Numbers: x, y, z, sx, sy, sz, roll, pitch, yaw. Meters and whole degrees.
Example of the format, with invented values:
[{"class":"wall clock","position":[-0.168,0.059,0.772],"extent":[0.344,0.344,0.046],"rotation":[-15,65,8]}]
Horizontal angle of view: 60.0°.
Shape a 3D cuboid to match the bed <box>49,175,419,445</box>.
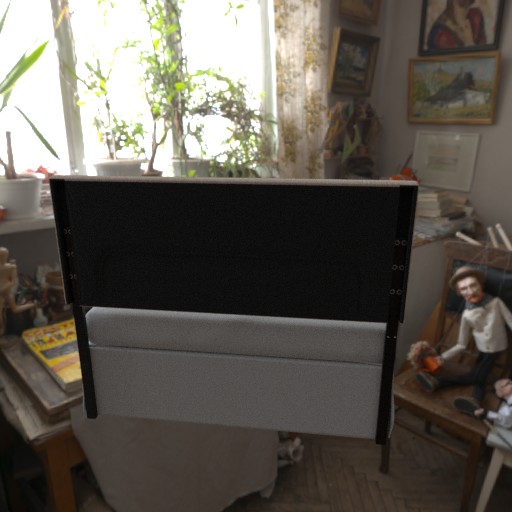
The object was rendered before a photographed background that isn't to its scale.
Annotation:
[{"class":"bed","position":[0.000,0.000,2.971],"extent":[1.643,1.270,1.978],"rotation":[2,17,7]}]
